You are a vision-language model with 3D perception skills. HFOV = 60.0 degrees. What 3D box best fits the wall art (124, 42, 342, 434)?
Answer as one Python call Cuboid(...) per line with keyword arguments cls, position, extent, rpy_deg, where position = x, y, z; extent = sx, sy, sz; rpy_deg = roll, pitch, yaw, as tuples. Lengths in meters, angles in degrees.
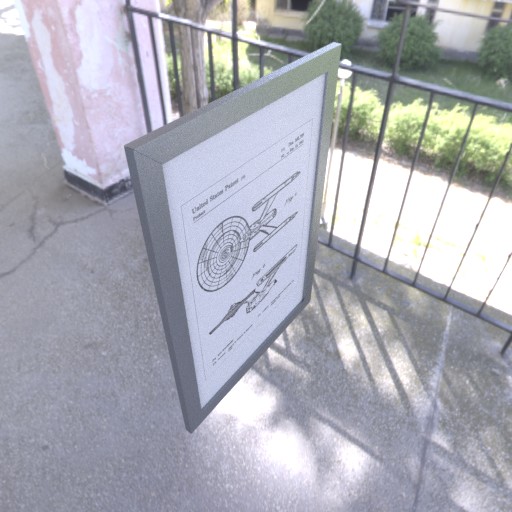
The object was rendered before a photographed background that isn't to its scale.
Cuboid(cls="wall art", position=(0.000, 0.000, 0.683), extent=(0.013, 0.529, 0.376), rpy_deg=(27, 48, 27))
